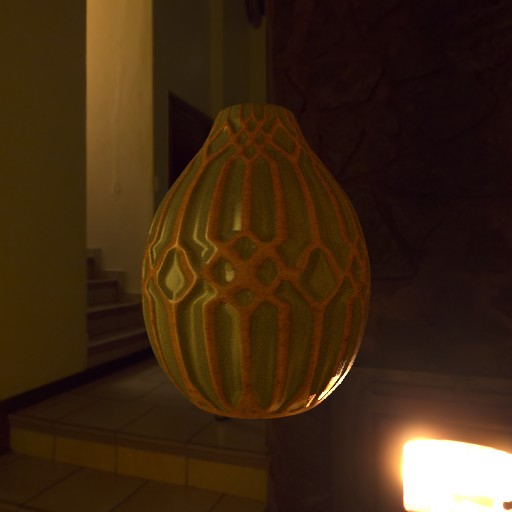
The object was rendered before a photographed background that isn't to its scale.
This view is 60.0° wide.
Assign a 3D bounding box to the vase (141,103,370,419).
[{"bbox_3d":[0.000,0.000,0.138,0.069,0.088,0.069,0,0,0],"label":"vase"}]
